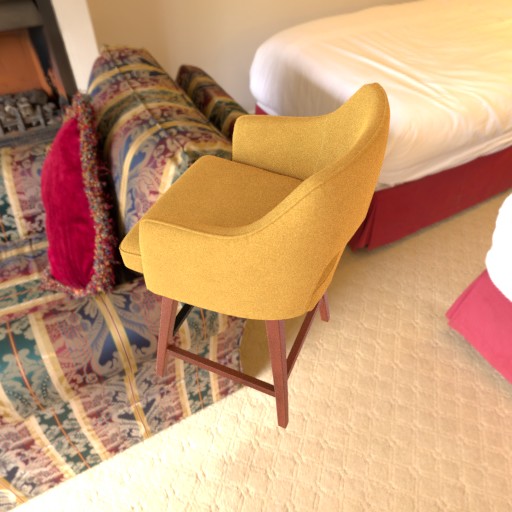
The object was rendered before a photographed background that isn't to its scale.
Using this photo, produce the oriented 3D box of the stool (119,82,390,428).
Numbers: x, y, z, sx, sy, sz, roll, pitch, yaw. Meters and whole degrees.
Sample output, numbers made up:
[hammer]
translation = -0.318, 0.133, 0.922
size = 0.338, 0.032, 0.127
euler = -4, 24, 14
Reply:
[stool]
translation = 0.000, 0.000, 1.242
size = 0.558, 0.924, 0.548
euler = 17, 48, 16
